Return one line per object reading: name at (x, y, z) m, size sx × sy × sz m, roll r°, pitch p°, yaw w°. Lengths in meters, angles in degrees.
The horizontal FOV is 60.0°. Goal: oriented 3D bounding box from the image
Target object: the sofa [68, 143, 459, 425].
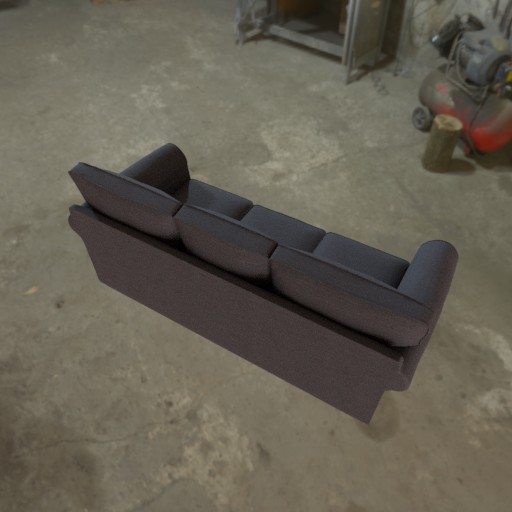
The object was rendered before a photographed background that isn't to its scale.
sofa at (0.000, 0.000, 2.627) m, size 2.084 × 0.966 × 0.909 m, roll 23°, pitch 51°, yaw 21°
